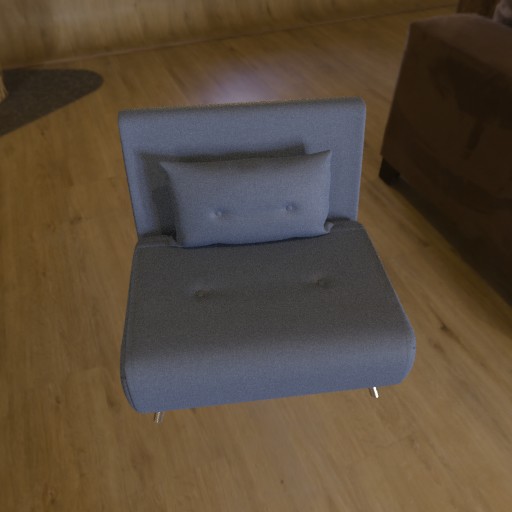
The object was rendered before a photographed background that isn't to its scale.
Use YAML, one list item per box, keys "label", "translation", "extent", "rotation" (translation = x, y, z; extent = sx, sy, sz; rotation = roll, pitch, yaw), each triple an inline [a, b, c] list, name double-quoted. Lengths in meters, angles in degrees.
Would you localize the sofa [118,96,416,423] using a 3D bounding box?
- label: "sofa"
  translation: [0.000, 0.000, 1.743]
  extent: [0.999, 0.860, 0.996]
  rotation: [-5, 45, -5]
